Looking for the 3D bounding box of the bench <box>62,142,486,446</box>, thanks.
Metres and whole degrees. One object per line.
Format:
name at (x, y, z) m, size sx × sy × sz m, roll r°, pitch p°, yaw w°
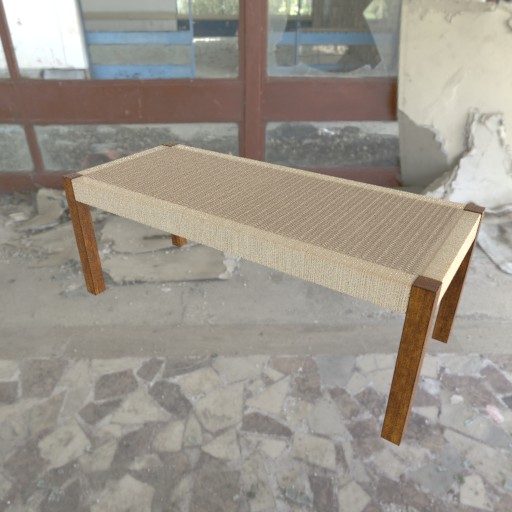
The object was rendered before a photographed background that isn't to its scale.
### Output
bench at (0.000, 0.000, 1.453) m, size 1.198 × 0.457 × 0.507 m, roll 19°, pitch 35°, yaw 29°
